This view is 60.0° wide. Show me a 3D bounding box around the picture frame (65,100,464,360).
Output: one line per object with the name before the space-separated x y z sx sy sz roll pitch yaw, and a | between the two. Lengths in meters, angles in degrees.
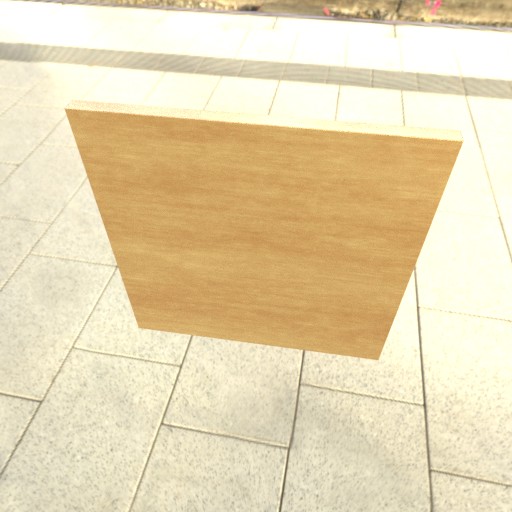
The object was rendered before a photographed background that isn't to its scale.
picture frame | 0.000 0.000 1.122 0.758 0.761 0.037 6 47 6
